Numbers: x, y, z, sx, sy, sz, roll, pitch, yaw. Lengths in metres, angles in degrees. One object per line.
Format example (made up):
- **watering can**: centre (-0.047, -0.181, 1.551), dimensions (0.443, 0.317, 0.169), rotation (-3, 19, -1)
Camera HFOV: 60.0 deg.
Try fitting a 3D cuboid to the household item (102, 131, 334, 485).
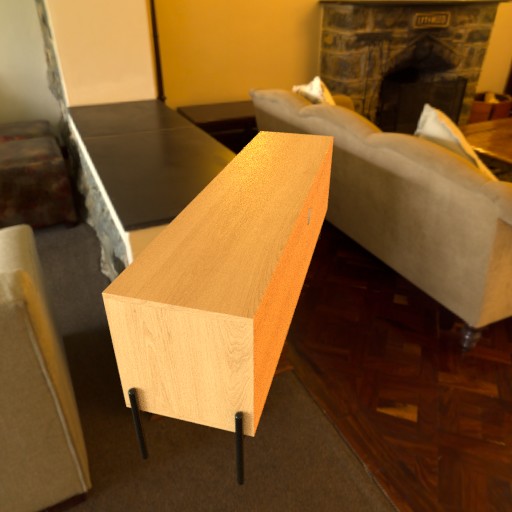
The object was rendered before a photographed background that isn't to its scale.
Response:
- **household item**: centre (0.000, 0.000, 1.807), dimensions (0.400, 0.600, 1.550), rotation (8, 32, 13)
